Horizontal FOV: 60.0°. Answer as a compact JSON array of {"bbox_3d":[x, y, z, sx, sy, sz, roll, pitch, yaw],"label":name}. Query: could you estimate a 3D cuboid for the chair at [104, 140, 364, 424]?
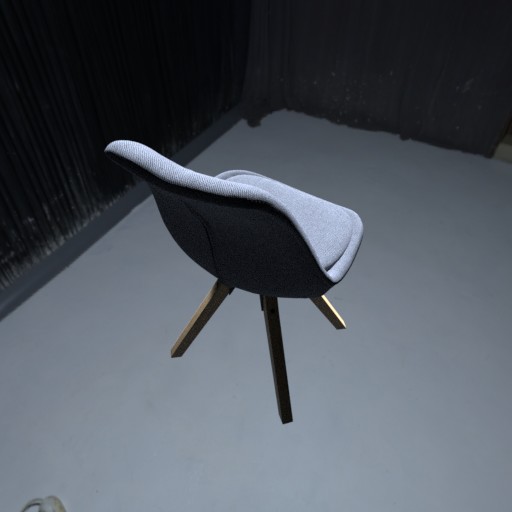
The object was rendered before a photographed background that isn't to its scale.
[{"bbox_3d":[0.000,0.000,1.168,0.485,0.850,0.550,24,51,21],"label":"chair"}]
